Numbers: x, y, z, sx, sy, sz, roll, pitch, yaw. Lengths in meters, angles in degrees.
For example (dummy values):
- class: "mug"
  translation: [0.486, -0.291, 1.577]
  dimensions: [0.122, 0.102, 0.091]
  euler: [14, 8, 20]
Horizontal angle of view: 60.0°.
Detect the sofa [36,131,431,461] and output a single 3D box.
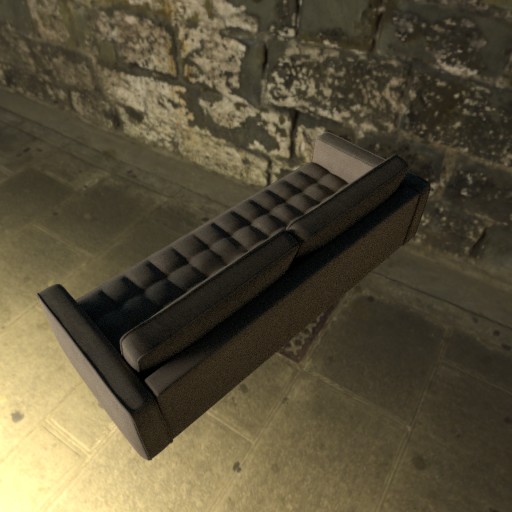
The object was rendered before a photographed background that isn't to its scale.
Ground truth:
- class: "sofa"
  translation: [0.000, 0.000, 2.665]
  dimensions: [2.295, 0.813, 0.923]
  euler: [-34, 55, -28]
